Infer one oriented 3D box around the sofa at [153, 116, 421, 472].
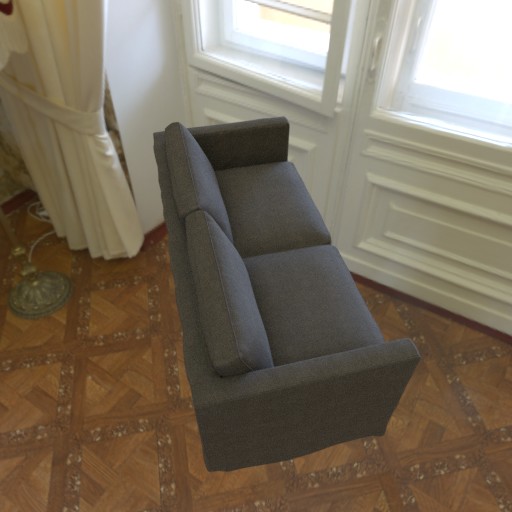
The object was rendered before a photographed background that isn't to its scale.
[{"bbox_3d":[0.000,0.000,2.541,0.953,0.855,1.982,-10,47,-9],"label":"sofa"}]
